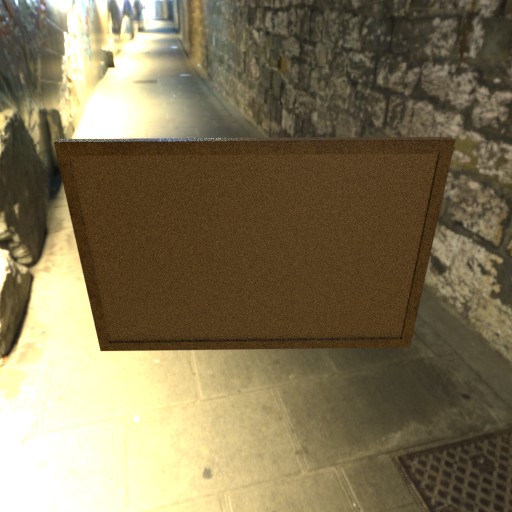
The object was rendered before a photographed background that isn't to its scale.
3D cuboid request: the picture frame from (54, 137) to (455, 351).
[{"bbox_3d":[0.000,0.000,1.181,0.922,0.621,0.029,-1,29,-1],"label":"picture frame"}]
